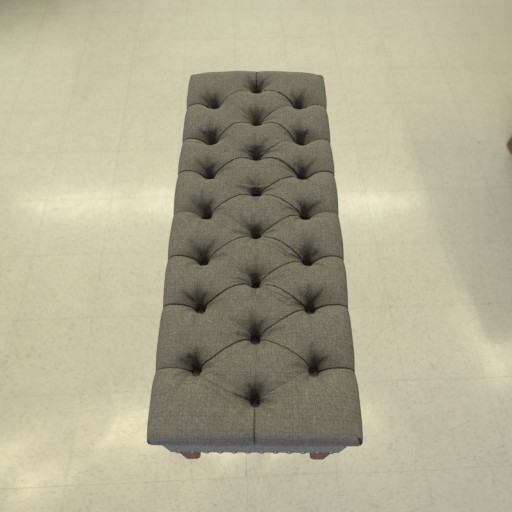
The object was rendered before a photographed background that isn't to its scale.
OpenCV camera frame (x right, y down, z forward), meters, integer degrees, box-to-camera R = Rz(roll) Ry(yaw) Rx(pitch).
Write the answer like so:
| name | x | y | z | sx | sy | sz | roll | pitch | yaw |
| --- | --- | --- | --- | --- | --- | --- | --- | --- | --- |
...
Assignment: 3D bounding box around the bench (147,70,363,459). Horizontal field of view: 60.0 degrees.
| name | x | y | z | sx | sy | sz | roll | pitch | yaw |
| --- | --- | --- | --- | --- | --- | --- | --- | --- | --- |
| bench | 0.000 | 0.000 | 1.265 | 0.417 | 0.470 | 1.052 | 0 | 60 | 0 |
